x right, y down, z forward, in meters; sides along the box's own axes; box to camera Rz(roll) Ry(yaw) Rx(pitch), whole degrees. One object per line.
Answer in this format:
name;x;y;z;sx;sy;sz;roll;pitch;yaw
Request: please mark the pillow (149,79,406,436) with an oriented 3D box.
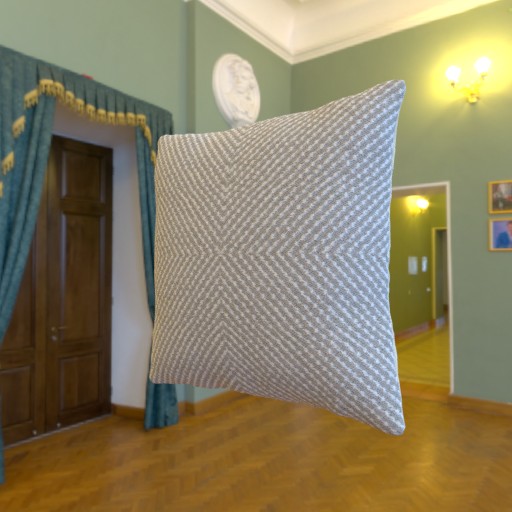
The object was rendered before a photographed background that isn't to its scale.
pillow;0.000;0.000;0.692;0.459;0.458;0.181;-1;-2;35
